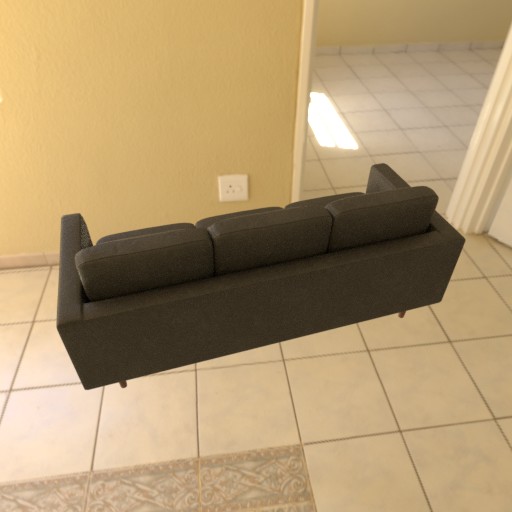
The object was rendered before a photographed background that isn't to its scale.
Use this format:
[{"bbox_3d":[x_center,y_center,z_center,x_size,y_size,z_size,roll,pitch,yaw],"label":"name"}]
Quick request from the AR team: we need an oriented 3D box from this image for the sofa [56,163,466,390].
[{"bbox_3d":[0.000,0.000,2.548,2.029,0.899,0.879,-11,42,-13],"label":"sofa"}]
